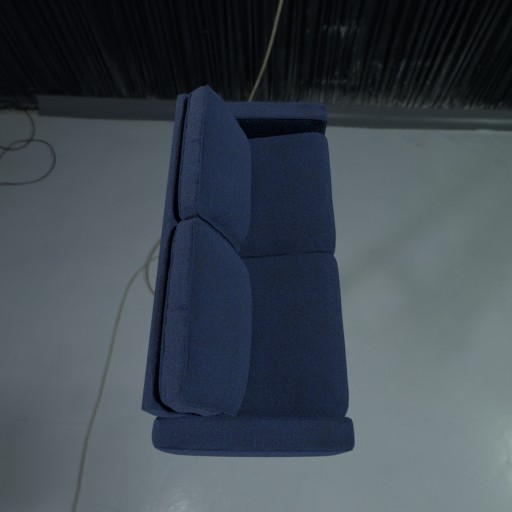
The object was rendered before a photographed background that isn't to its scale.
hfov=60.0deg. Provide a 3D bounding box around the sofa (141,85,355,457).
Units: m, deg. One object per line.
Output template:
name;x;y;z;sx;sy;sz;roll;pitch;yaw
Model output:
sofa;0.000;0.000;2.528;0.940;0.919;2.080;0;64;0
